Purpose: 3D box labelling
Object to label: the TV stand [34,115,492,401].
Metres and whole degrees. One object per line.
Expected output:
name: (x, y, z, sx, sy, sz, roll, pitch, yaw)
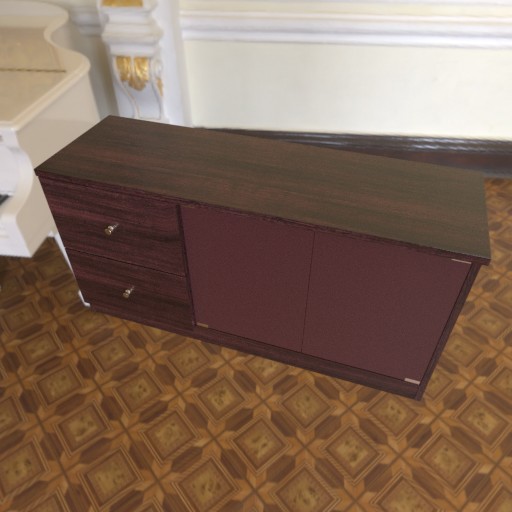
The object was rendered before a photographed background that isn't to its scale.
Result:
TV stand: (0.000, 0.000, 1.428, 1.192, 0.614, 0.404, 12, 43, 14)
